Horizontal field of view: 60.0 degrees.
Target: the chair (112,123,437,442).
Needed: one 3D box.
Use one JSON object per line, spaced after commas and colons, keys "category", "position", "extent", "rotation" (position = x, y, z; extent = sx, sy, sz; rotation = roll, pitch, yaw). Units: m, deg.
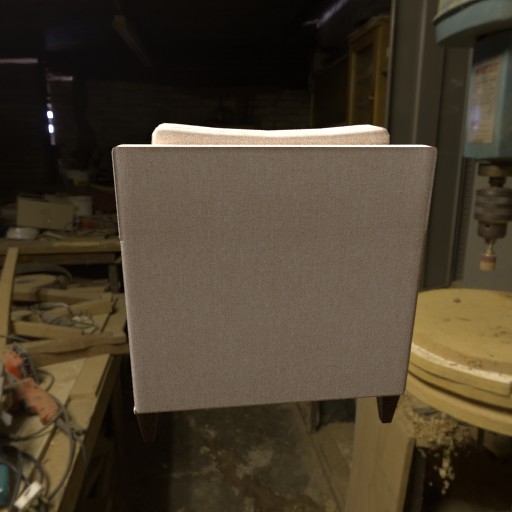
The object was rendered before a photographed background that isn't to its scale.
{"category": "chair", "position": [0.000, 0.000, 1.705], "extent": [0.838, 0.940, 1.041], "rotation": [-2, 14, -7]}
